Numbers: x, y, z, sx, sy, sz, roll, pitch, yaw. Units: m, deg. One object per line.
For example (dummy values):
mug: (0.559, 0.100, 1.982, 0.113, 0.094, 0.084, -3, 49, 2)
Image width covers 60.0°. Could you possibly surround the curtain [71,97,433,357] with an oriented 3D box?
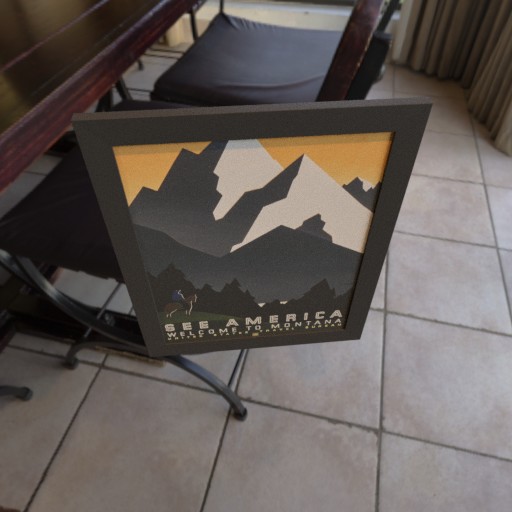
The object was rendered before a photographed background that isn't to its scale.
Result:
curtain: (0.000, 0.000, 0.810, 0.483, 0.585, 0.027, -4, 47, -4)
